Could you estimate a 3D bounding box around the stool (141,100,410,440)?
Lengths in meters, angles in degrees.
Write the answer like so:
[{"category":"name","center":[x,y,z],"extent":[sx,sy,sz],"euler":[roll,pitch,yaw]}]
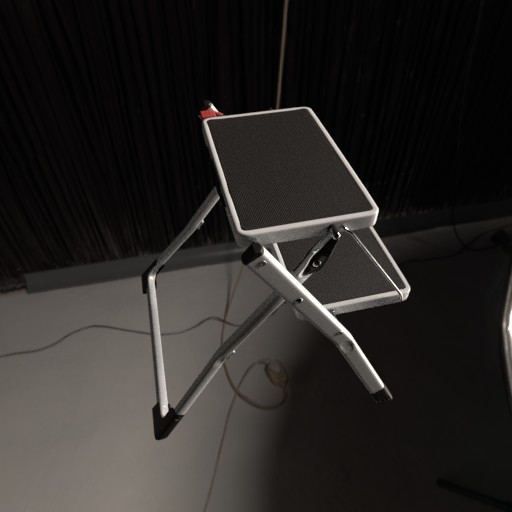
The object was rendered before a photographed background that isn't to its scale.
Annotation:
[{"category":"stool","center":[0.000,0.000,0.851],"extent":[0.490,0.445,0.485],"euler":[-10,47,-9]}]
